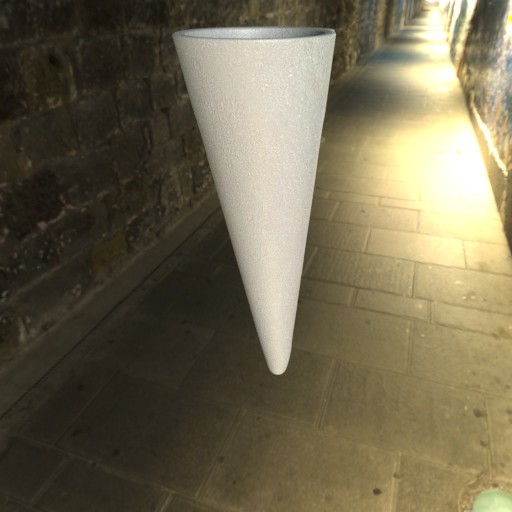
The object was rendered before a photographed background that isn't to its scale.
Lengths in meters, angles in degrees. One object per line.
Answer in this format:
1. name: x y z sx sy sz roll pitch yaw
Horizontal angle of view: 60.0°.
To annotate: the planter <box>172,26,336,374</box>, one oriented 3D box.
1. planter: 0.000 0.000 0.211 0.057 0.191 0.064 19 36 29
